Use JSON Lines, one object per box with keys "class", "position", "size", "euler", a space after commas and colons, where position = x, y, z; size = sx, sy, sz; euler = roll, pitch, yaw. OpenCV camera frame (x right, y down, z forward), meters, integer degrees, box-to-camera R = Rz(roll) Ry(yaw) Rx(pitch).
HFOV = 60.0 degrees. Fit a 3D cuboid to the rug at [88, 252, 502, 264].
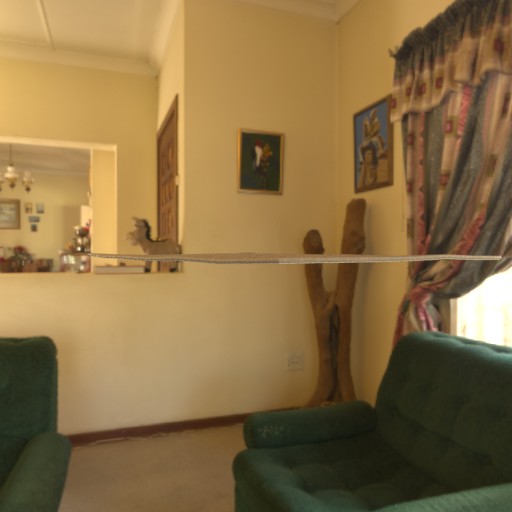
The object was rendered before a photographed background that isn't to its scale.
{"class": "rug", "position": [0.000, 0.000, 2.948], "size": [1.553, 0.053, 2.430], "euler": [0, 0, -35]}
